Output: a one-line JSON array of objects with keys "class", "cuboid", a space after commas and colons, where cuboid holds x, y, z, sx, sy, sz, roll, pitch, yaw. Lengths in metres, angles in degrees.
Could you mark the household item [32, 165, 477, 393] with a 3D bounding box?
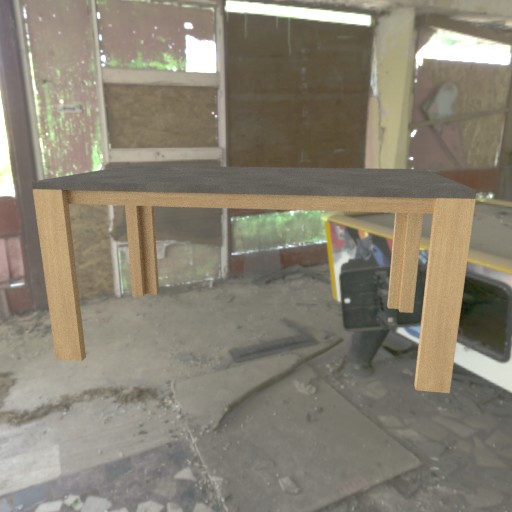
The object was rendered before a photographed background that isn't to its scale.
[{"class": "household item", "cuboid": [0.000, 0.000, 2.077, 1.600, 0.755, 0.850, 3, 16, 9]}]
